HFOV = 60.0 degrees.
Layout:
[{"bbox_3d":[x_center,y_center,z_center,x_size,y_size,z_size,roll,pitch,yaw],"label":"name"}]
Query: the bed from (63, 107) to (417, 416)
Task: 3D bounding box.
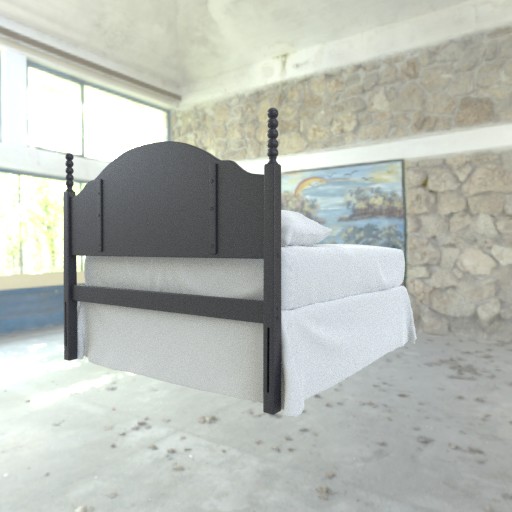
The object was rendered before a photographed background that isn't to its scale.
[{"bbox_3d":[0.000,0.000,3.238,1.873,1.356,2.040,1,1,36],"label":"bed"}]
